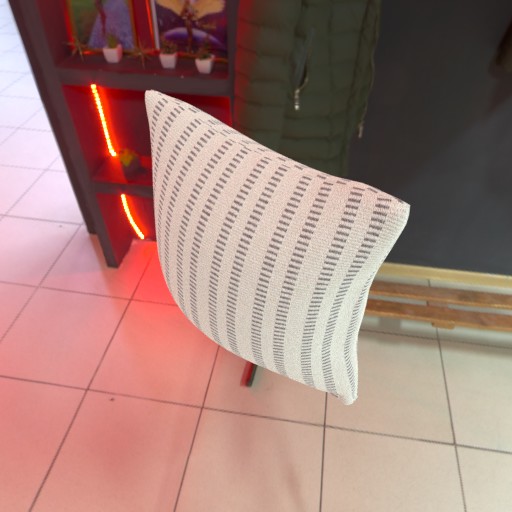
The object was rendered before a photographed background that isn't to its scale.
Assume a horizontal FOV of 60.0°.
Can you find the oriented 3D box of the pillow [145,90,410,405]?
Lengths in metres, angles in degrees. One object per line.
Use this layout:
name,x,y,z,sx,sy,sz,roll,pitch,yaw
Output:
pillow,0.000,0.000,0.702,0.438,0.419,0.247,32,52,29
